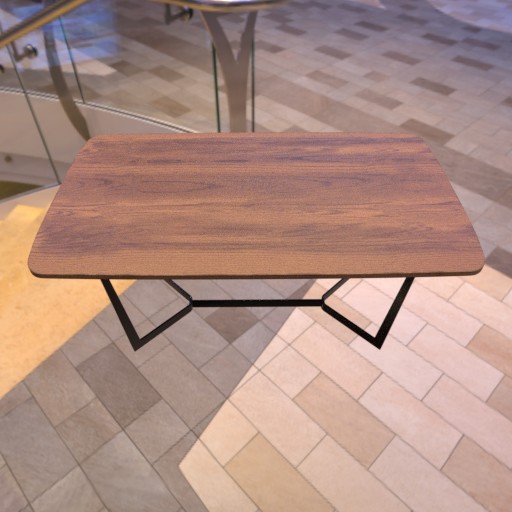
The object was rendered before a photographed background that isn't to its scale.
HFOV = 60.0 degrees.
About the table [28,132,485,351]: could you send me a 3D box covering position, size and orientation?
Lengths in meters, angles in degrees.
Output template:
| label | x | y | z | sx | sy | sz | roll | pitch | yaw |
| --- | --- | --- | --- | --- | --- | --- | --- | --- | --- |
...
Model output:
| label | x | y | z | sx | sy | sz | roll | pitch | yaw |
| --- | --- | --- | --- | --- | --- | --- | --- | --- | --- |
| table | 0.000 | 0.000 | 2.107 | 1.643 | 0.765 | 0.949 | 0 | 45 | 0 |
